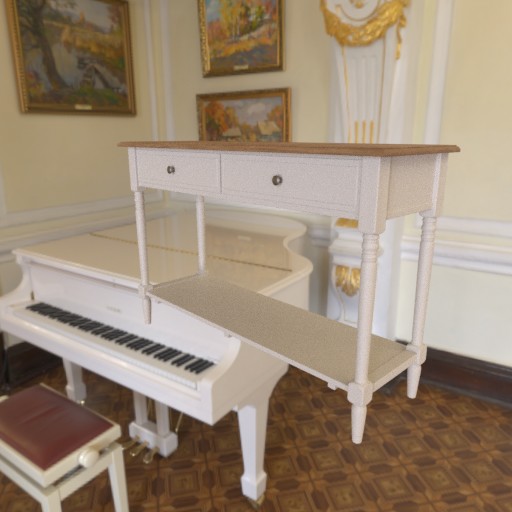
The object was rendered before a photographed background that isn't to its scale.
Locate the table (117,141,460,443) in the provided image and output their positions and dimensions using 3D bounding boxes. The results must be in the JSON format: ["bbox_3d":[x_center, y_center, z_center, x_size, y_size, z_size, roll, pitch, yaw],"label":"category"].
[{"bbox_3d":[0.000,0.000,1.620,0.399,0.800,1.219,-14,21,-42],"label":"table"}]
